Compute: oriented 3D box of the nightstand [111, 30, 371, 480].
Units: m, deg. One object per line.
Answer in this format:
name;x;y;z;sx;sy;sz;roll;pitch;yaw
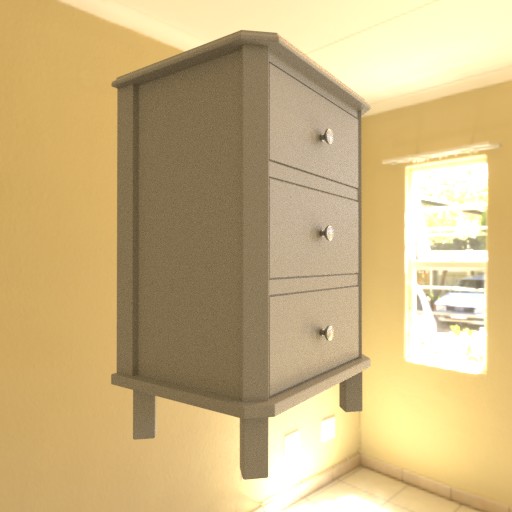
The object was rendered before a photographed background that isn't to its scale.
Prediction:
nightstand;0.000;0.000;0.914;0.350;0.680;0.450;0;-1;36
